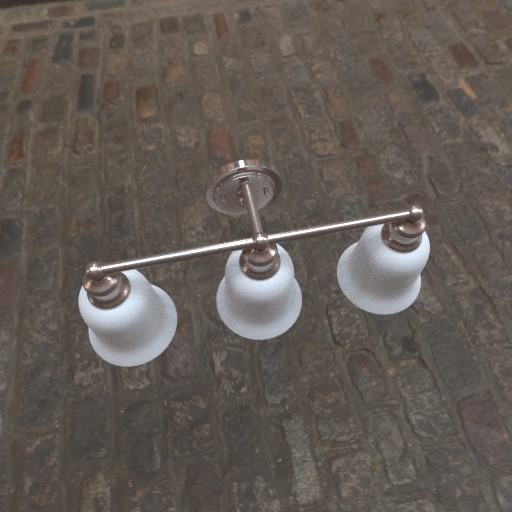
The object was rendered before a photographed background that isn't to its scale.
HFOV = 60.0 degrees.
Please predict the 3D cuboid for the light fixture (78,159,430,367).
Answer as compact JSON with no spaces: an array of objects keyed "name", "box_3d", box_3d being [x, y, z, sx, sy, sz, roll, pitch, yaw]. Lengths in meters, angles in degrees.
[{"name":"light fixture","box_3d":[0.000,0.000,0.671,0.570,0.211,0.198,-10,63,-5]}]
